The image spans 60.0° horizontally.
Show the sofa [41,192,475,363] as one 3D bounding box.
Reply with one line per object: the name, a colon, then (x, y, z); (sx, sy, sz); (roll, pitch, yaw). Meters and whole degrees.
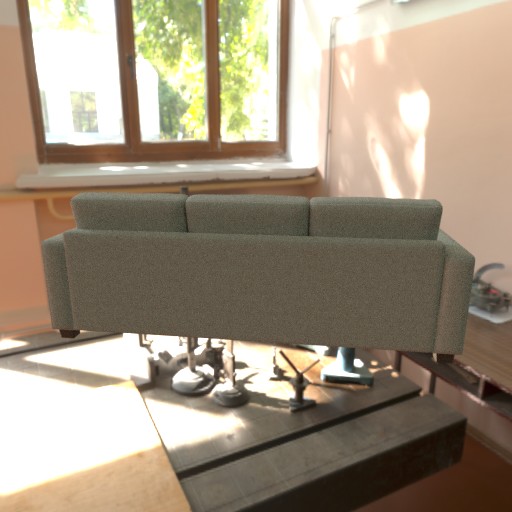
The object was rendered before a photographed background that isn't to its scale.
sofa: (0.000, 0.000, 2.617); (2.160, 0.800, 0.900); (2, 16, 8)
